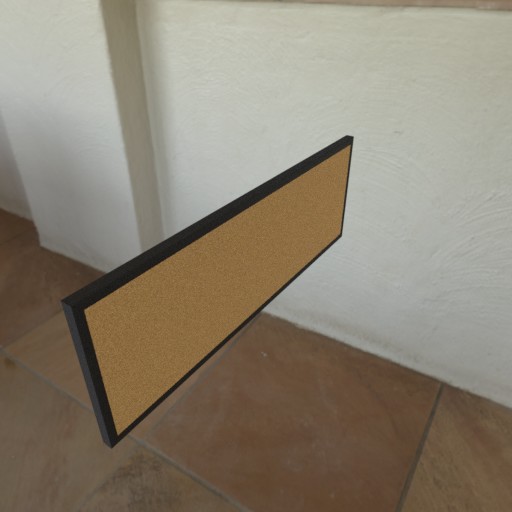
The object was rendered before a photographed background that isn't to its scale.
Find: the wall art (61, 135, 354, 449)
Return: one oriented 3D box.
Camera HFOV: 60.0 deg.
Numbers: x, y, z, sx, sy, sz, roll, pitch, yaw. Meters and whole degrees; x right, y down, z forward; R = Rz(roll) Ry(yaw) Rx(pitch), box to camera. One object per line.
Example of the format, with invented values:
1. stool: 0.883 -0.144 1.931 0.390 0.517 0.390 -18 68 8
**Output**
1. wall art: 0.000 0.000 1.745 0.041 0.554 1.572 21 38 29
